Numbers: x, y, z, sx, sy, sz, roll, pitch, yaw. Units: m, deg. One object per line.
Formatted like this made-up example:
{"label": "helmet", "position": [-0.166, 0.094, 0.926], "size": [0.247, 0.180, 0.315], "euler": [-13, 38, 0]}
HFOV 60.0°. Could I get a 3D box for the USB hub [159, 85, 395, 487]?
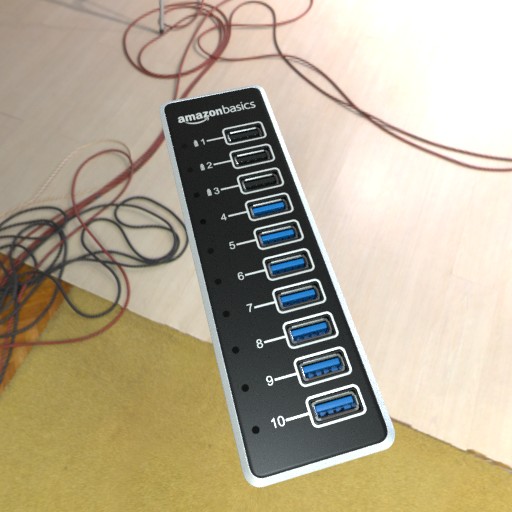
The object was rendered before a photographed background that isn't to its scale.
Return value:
{"label": "USB hub", "position": [0.000, 0.000, 0.161], "size": [0.044, 0.023, 0.145], "euler": [-14, 64, -7]}
